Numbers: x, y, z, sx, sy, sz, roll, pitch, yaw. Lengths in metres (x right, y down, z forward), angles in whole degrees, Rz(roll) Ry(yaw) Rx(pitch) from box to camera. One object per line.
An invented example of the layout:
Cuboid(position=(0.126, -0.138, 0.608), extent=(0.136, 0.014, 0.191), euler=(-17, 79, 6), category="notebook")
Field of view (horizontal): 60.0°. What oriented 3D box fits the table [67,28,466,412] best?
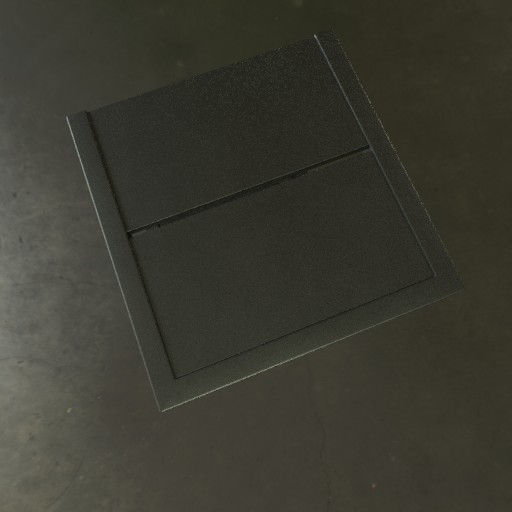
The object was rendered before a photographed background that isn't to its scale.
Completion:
Cuboid(position=(0.000, 0.000, 0.880), extent=(0.405, 0.609, 0.420), euler=(-21, 76, -5), category="table")
